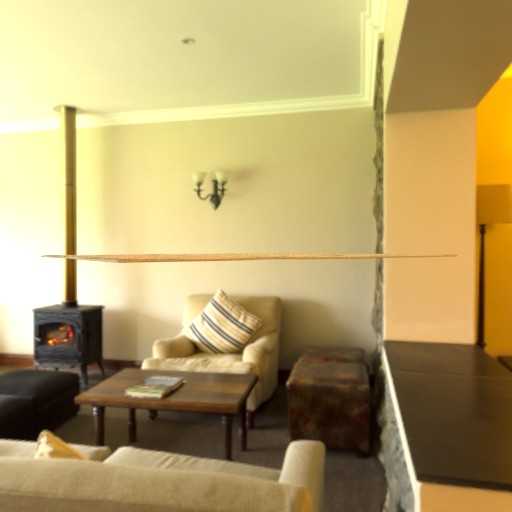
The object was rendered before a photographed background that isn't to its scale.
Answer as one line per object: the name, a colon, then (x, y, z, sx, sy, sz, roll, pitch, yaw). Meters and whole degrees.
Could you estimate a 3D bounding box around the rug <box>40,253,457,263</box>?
rug: (0.000, 0.000, 3.049, 2.444, 0.023, 1.531, -1, 1, -36)
